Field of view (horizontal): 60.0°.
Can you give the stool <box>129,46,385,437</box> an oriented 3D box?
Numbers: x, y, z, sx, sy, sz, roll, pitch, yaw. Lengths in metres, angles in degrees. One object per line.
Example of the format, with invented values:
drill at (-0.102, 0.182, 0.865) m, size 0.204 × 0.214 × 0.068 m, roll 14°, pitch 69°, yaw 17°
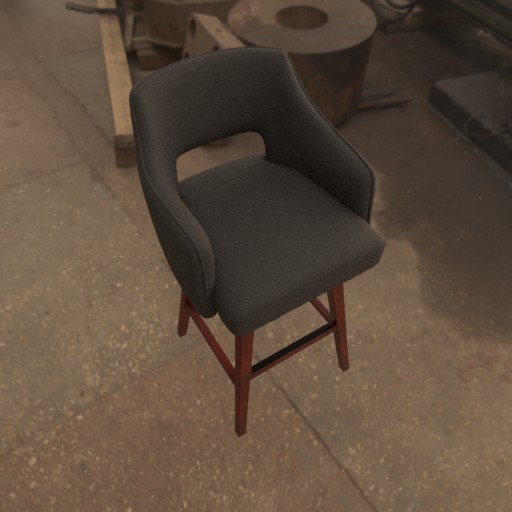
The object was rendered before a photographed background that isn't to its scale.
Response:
stool at (0.000, 0.000, 1.332) m, size 0.548 × 1.012 × 0.558 m, roll -25°, pitch 53°, yaw -21°
